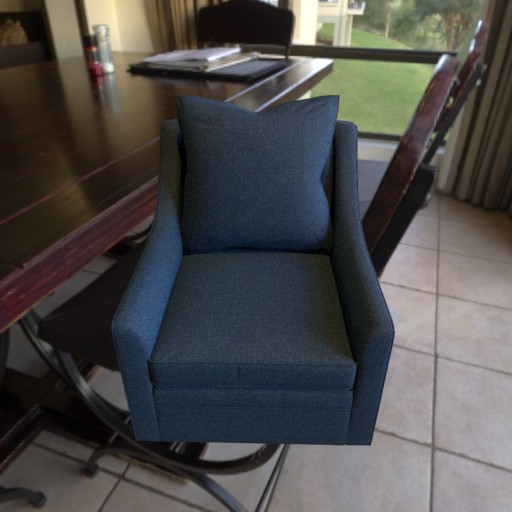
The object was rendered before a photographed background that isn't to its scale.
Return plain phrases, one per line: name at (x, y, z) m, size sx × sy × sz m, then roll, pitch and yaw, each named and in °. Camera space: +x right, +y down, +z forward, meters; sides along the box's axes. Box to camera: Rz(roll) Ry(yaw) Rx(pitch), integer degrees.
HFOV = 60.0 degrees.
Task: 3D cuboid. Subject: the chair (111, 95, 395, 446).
chair at (0.000, 0.000, 1.541) m, size 0.750 × 0.939 × 0.870 m, roll 1°, pitch 32°, yaw 1°
